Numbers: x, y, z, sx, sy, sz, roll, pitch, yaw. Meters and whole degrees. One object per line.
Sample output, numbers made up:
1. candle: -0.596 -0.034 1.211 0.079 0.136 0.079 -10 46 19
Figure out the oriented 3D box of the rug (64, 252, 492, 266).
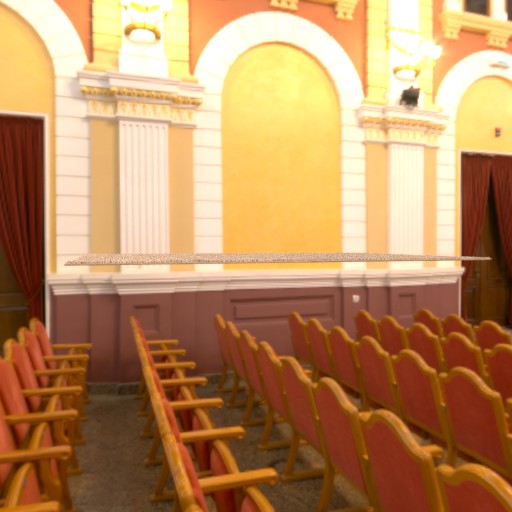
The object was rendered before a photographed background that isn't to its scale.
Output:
1. rug: 0.000 0.000 4.100 3.052 0.030 2.429 0 1 -18
